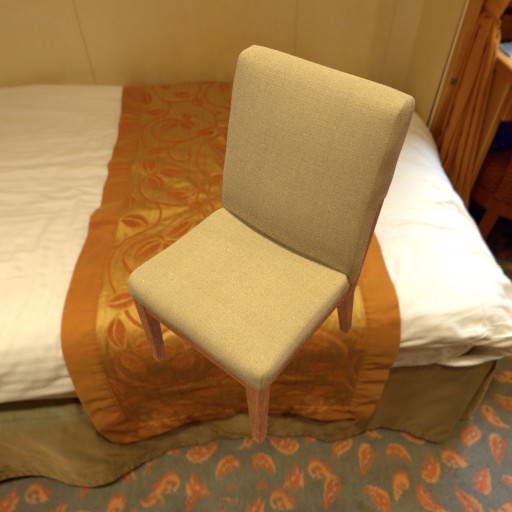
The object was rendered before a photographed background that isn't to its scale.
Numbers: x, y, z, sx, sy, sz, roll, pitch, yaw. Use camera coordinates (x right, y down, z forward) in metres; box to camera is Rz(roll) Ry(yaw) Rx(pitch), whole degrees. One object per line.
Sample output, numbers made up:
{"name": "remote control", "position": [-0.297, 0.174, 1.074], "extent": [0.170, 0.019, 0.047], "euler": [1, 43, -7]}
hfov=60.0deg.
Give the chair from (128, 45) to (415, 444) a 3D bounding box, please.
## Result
{"name": "chair", "position": [0.000, 0.000, 1.271], "extent": [0.507, 0.911, 0.586], "euler": [30, 54, 25]}
